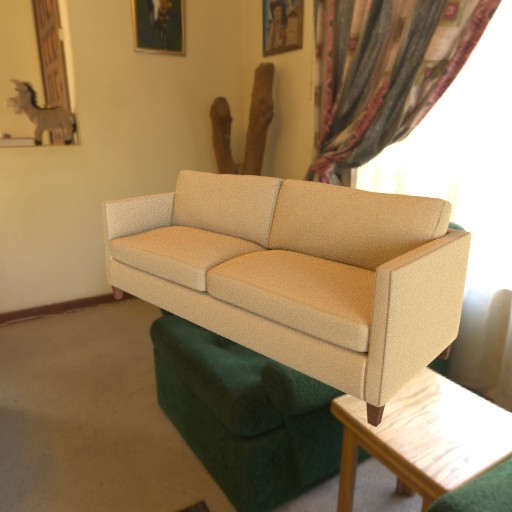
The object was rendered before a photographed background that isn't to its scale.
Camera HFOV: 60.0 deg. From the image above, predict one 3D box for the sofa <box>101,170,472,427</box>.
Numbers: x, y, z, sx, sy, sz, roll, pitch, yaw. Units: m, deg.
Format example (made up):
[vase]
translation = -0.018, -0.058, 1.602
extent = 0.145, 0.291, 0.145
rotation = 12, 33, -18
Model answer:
[sofa]
translation = 0.000, 0.000, 2.909
extent = 2.361, 0.968, 0.951
rotation = 15, 22, 41
